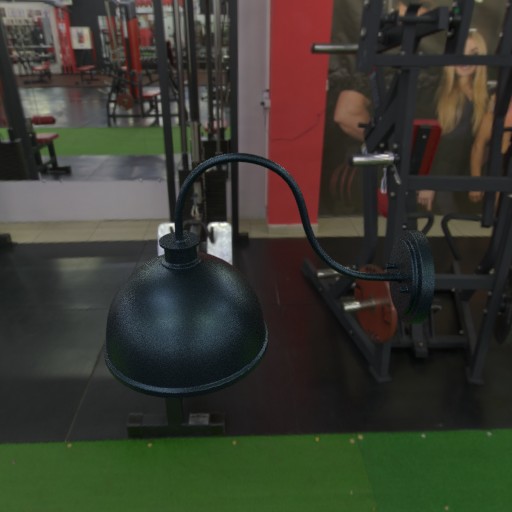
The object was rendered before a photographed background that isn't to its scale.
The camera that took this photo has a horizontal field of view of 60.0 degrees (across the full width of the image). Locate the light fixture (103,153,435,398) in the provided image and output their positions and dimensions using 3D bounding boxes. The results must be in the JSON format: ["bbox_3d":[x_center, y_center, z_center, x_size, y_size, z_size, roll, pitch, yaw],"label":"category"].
[{"bbox_3d":[0.000,0.000,0.631,0.467,0.295,0.253,0,27,0],"label":"light fixture"}]
